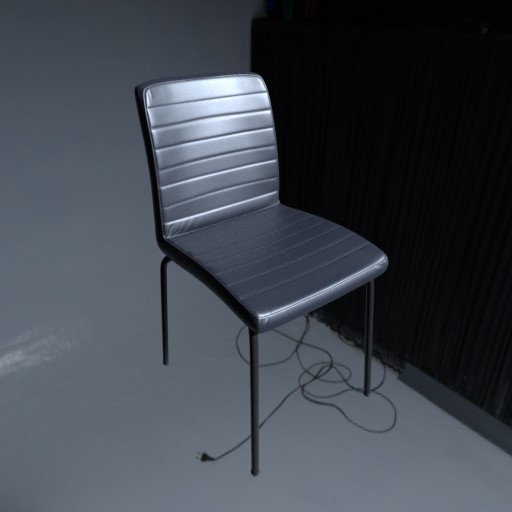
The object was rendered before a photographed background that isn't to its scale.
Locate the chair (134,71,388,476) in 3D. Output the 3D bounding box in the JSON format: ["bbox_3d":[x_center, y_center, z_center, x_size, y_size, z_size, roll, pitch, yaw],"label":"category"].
[{"bbox_3d":[0.000,0.000,1.211,0.450,0.872,0.572,-21,36,-32],"label":"chair"}]
